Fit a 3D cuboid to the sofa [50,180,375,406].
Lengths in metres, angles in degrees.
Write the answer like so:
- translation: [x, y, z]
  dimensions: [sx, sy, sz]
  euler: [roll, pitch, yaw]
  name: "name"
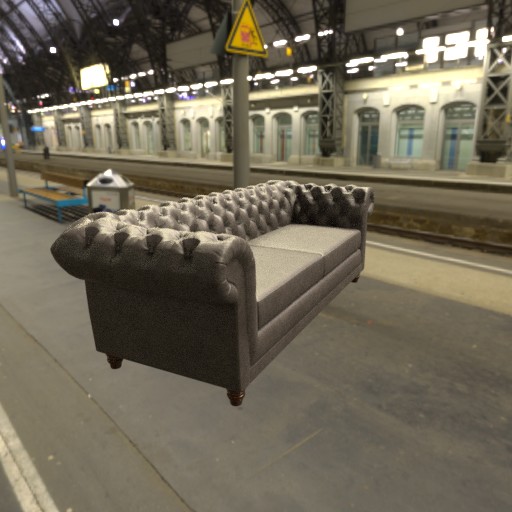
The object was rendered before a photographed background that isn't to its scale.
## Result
- translation: [0.000, 0.000, 2.818]
  dimensions: [0.944, 0.783, 2.385]
  euler: [7, 16, 26]
  name: "sofa"
